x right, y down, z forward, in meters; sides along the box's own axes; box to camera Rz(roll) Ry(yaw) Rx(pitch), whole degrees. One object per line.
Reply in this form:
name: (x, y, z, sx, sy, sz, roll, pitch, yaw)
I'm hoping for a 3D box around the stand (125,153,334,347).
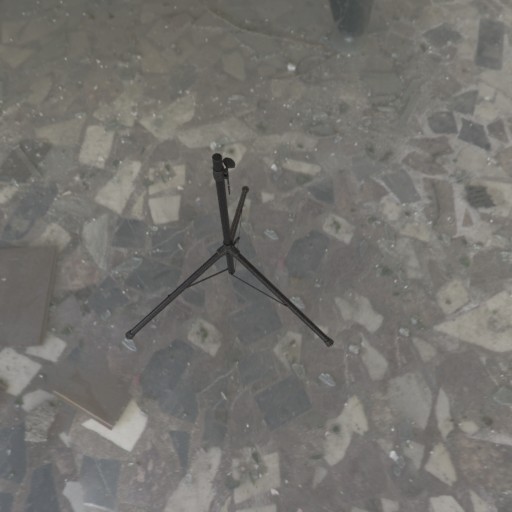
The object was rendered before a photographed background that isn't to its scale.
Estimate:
stand: (0.000, 0.000, 2.720, 1.339, 1.595, 1.596, 32, 69, 14)
